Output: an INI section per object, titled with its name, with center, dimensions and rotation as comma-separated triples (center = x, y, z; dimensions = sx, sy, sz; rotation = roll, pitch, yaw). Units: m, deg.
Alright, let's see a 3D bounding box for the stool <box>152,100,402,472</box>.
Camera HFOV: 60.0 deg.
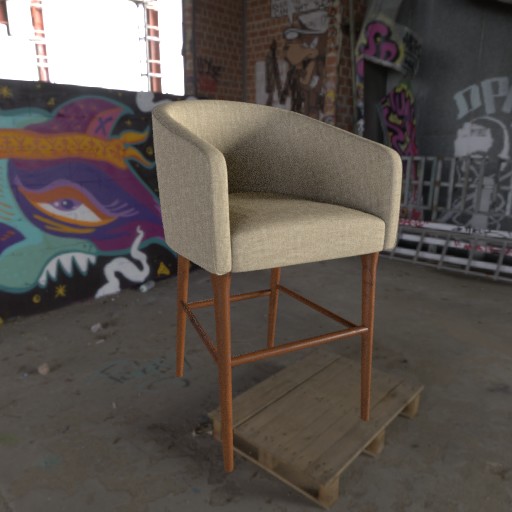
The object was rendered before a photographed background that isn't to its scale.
[stool]
center = 0.000, 0.000, 1.362
dimensions = 0.559, 0.952, 0.635
rotation = -8, 16, -27
